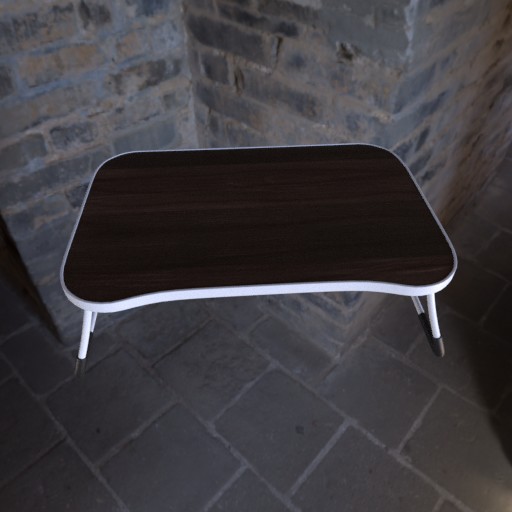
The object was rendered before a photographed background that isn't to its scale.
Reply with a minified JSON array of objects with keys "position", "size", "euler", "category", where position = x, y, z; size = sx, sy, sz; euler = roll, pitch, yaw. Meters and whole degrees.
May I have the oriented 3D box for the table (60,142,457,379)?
[{"position":[0.000,0.000,0.835],"size":[0.660,0.232,0.400],"euler":[-3,44,-3],"category":"table"}]
